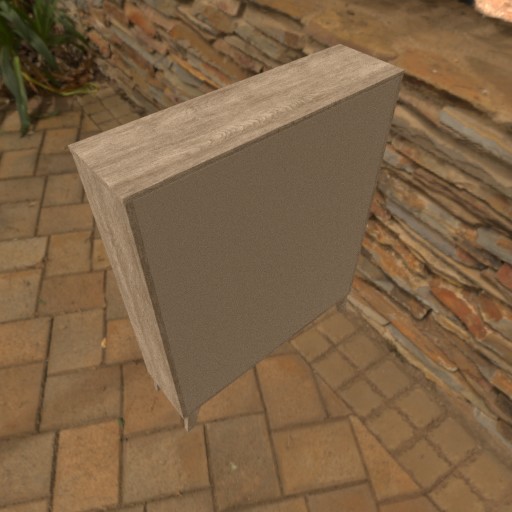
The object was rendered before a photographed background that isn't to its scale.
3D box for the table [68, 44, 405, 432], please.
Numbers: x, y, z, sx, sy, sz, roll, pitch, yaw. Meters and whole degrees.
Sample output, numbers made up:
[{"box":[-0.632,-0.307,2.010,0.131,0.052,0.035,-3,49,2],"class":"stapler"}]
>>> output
[{"box":[0.000,0.000,1.545,0.902,1.135,0.256,-32,54,-27],"class":"table"}]
